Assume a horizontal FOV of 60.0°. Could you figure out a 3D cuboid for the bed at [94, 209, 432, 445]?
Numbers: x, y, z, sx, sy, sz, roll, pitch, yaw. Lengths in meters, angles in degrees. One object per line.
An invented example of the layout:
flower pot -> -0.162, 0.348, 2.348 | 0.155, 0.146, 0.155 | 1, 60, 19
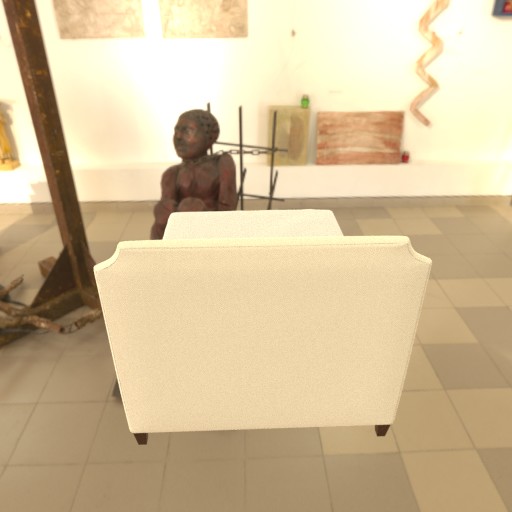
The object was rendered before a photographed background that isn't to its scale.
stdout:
bed -> 0.000, 0.000, 3.517 | 1.712, 1.497, 2.372 | -1, 30, -2
